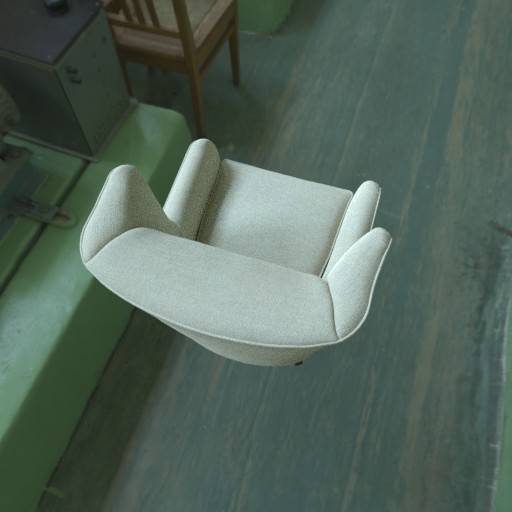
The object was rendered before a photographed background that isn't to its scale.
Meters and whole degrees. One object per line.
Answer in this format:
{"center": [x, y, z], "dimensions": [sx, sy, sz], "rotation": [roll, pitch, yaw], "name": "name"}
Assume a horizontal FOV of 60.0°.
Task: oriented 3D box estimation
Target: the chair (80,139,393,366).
{"center": [0.000, 0.000, 1.735], "dimensions": [0.838, 1.040, 0.966], "rotation": [16, 64, 8], "name": "chair"}
